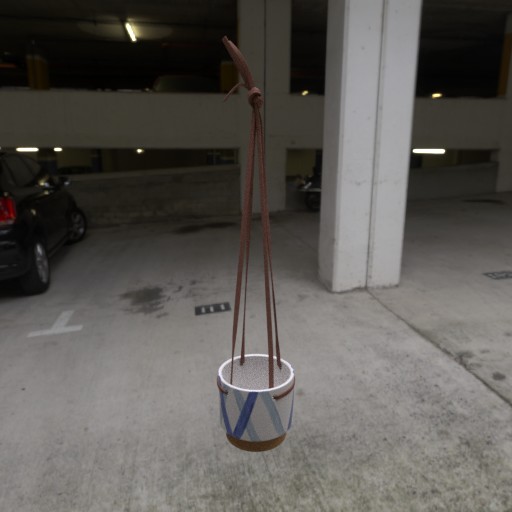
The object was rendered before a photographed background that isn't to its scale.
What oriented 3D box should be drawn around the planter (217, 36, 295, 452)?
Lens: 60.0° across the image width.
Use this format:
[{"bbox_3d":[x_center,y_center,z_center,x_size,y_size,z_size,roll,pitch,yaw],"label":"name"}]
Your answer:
[{"bbox_3d":[0.000,0.000,0.829,0.157,0.753,0.153,-2,14,-10],"label":"planter"}]
